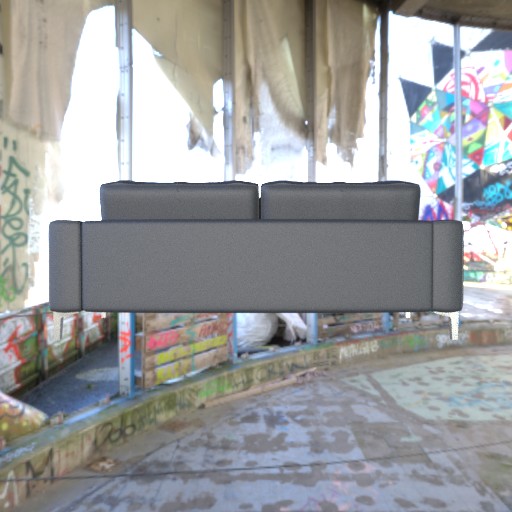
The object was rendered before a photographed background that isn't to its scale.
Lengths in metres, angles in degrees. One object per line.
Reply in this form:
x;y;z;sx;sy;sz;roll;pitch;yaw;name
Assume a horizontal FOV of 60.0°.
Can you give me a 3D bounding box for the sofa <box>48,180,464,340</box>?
0.000;0.000;2.780;2.275;0.893;0.833;0;1;0;sofa
